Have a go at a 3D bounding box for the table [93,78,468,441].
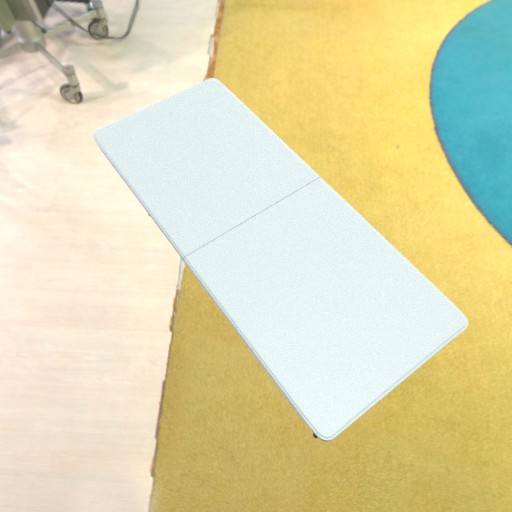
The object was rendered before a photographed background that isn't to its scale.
[{"bbox_3d":[0.000,0.000,2.293,0.761,0.719,1.829,-32,64,-18],"label":"table"}]
